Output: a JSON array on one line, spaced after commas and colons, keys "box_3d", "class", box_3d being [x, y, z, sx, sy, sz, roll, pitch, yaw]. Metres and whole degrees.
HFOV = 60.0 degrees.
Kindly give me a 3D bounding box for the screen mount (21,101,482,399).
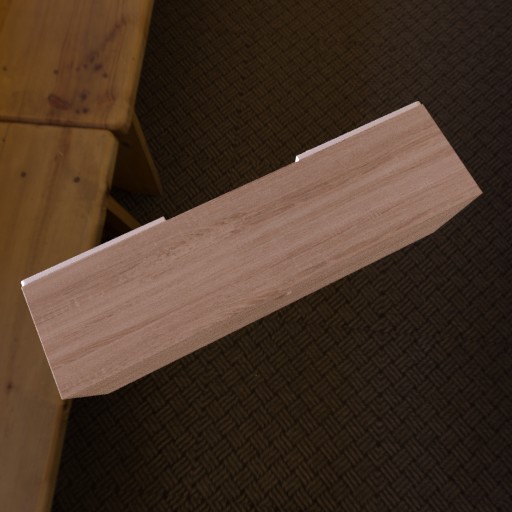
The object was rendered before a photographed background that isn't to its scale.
[{"box_3d": [0.000, 0.000, 1.733, 1.500, 0.570, 0.420, -26, 76, -7], "class": "screen mount"}]
